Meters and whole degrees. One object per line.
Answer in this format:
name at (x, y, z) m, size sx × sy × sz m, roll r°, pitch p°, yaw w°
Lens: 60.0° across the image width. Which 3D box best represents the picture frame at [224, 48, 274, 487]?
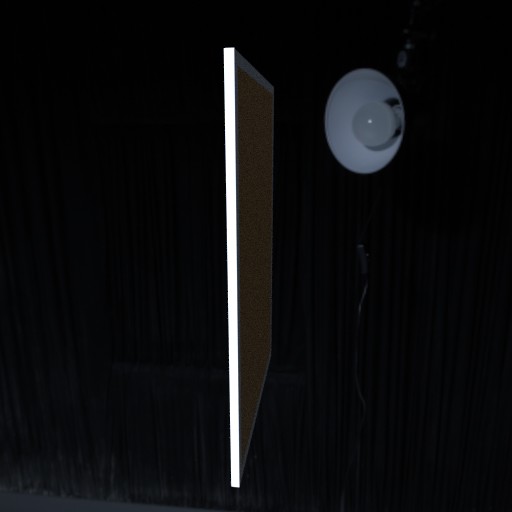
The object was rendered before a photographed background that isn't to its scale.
picture frame at (0.000, 0.000, 0.855) m, size 0.013 × 0.657 × 0.457 m, roll 2°, pitch 15°, yaw 8°
